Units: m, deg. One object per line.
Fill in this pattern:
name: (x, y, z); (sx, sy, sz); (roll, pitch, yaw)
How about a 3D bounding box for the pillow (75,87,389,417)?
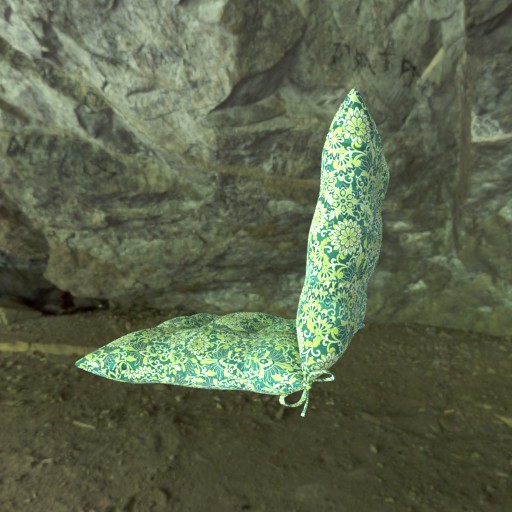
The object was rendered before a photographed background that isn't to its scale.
pillow: (0.000, 0.000, 1.015); (0.585, 0.536, 0.541); (0, 0, 18)
